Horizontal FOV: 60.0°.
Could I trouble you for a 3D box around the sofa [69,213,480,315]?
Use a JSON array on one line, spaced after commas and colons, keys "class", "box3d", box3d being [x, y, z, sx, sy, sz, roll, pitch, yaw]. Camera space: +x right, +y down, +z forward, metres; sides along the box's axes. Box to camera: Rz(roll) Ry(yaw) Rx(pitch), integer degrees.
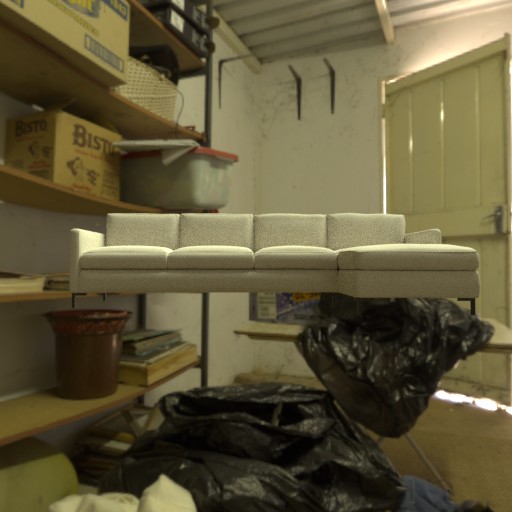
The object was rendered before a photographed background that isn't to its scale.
[{"class": "sofa", "box3d": [0.000, 0.000, 2.950, 2.445, 0.677, 1.126, 0, -1, 0]}]
